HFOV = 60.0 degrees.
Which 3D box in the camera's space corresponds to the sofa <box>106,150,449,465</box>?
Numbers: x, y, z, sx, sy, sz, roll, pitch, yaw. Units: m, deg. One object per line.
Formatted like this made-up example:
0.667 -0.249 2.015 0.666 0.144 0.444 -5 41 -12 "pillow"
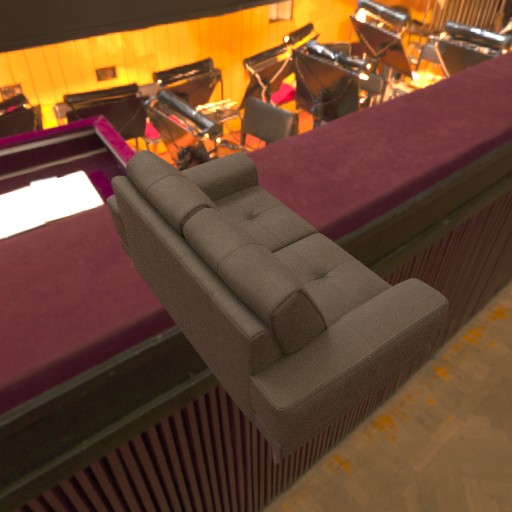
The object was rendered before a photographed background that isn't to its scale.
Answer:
0.000 0.000 2.435 1.018 0.907 1.806 -25 47 -26 "sofa"
